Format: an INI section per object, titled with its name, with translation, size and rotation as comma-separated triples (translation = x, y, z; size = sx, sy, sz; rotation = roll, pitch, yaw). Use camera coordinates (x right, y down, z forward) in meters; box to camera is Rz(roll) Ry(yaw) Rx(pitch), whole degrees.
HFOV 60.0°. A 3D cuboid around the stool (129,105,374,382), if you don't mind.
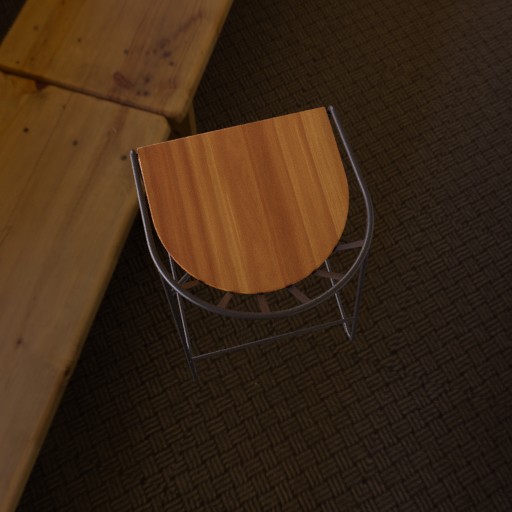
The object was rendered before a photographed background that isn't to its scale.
[stool]
translation = 0.000, 0.000, 1.166
size = 0.546, 0.812, 0.521
rotation = -14, 74, -4
